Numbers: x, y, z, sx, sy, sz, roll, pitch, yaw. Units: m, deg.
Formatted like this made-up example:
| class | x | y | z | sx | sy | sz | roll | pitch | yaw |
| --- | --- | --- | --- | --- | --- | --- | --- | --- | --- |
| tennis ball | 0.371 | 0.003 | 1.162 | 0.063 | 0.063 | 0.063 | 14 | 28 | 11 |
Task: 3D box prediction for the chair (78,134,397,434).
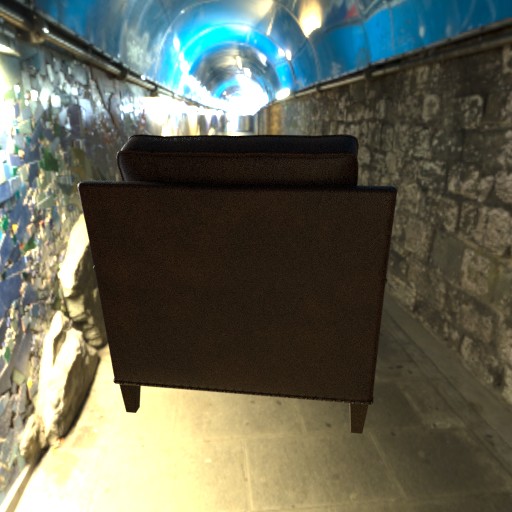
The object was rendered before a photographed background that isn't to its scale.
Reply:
| class | x | y | z | sx | sy | sz | roll | pitch | yaw |
| --- | --- | --- | --- | --- | --- | --- | --- | --- | --- |
| chair | 0.000 | 0.000 | 1.715 | 0.853 | 0.929 | 1.014 | 2 | 17 | 8 |
